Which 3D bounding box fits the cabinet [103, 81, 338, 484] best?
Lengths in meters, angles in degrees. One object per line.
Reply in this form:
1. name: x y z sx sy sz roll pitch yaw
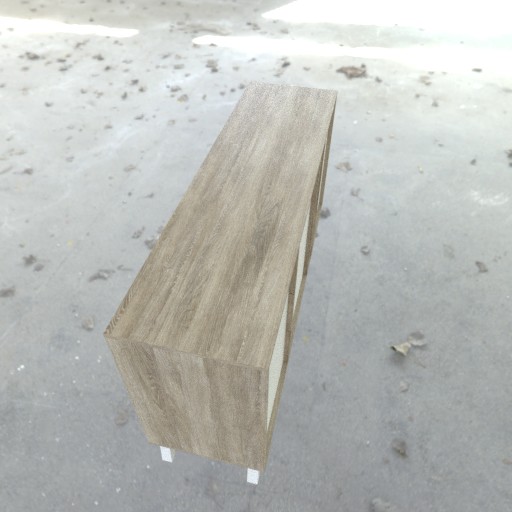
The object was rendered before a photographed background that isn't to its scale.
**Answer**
1. cabinet: 0.000 0.000 1.997 0.450 0.870 1.600 10 46 10
